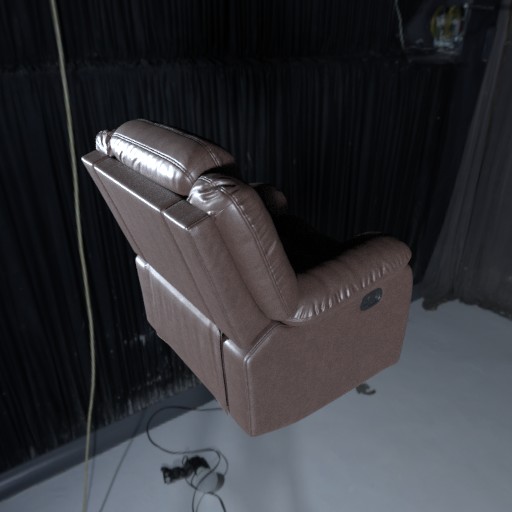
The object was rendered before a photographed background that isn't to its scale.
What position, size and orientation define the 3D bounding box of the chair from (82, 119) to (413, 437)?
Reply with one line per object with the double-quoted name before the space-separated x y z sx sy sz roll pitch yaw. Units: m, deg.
"chair" 0.000 0.000 1.655 0.934 1.009 0.899 -18 32 -32
